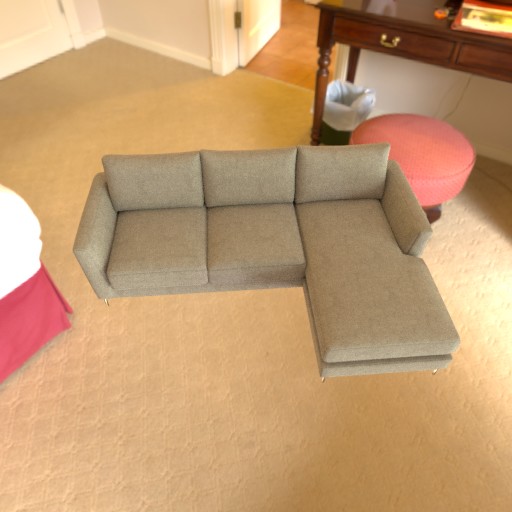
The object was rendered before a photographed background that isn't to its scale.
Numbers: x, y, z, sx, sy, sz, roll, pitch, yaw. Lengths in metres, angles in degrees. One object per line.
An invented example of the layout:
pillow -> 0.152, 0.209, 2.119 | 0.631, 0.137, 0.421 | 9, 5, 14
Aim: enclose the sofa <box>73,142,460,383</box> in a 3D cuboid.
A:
sofa -> 0.000, 0.000, 3.133 | 2.438, 0.864, 1.626 | -3, 47, -3
